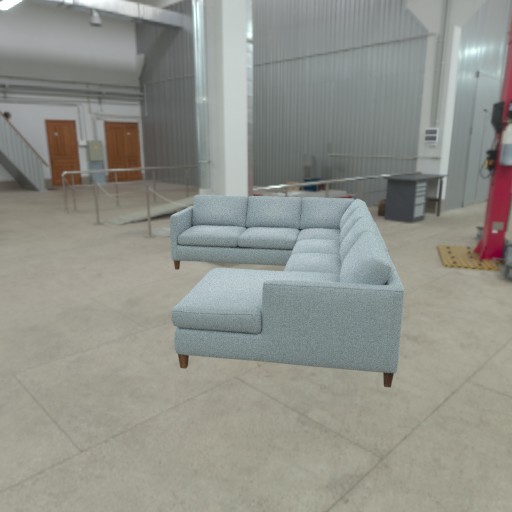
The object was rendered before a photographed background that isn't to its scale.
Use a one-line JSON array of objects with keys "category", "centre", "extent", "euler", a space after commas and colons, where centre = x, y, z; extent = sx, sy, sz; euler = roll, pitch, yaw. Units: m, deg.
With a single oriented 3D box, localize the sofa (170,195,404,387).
[{"category": "sofa", "centre": [0.000, 0.000, 4.658], "extent": [2.551, 0.889, 3.403], "euler": [3, 15, 10]}]
